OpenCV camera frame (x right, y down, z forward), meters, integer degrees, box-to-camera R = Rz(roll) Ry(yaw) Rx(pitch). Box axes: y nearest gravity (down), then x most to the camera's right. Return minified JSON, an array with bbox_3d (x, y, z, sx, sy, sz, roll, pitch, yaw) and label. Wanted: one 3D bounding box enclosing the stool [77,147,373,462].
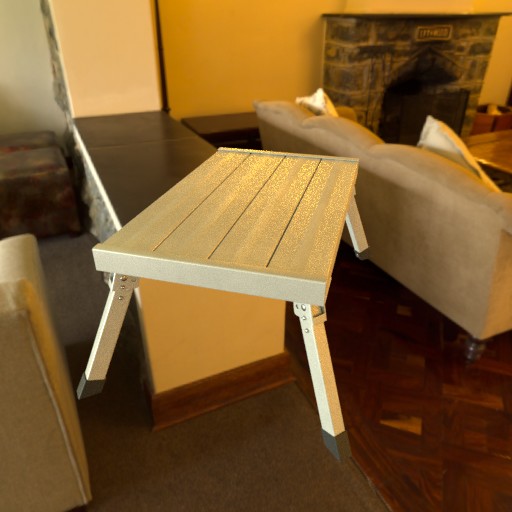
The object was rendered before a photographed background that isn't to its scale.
[{"bbox_3d":[0.000,0.000,0.743,0.385,0.225,0.535,8,30,14],"label":"stool"}]
